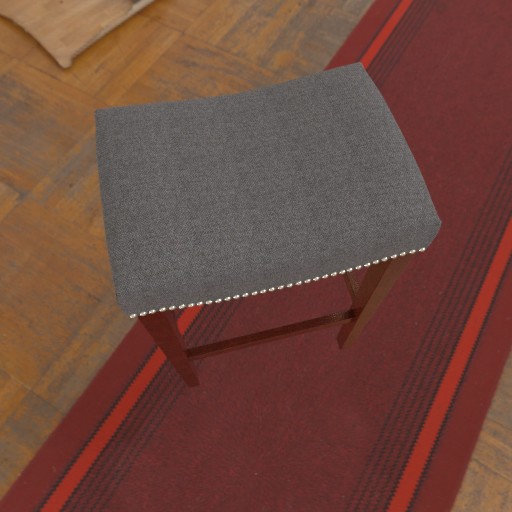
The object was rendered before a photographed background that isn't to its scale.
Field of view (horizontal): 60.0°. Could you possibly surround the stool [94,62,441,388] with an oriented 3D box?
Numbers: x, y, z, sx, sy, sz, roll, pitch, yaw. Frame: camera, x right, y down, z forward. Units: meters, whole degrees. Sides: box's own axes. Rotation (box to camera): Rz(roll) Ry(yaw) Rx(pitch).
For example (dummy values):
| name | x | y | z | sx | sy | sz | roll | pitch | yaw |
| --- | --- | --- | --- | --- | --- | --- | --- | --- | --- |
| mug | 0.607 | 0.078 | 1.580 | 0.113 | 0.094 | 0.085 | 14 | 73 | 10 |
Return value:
| name | x | y | z | sx | sy | sz | roll | pitch | yaw |
| --- | --- | --- | --- | --- | --- | --- | --- | --- | --- |
| stool | 0.000 | 0.000 | 1.023 | 0.504 | 0.742 | 0.372 | -13 | 65 | -6 |
